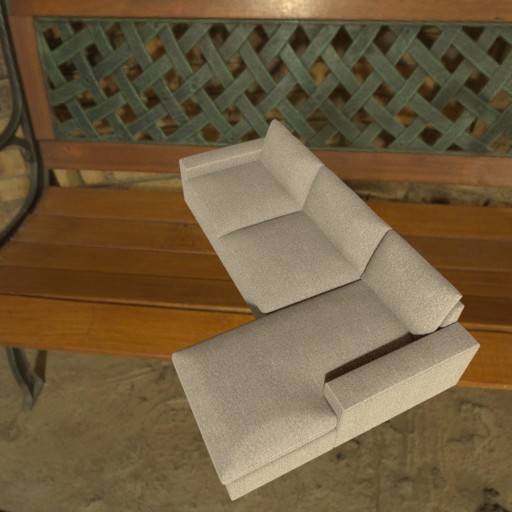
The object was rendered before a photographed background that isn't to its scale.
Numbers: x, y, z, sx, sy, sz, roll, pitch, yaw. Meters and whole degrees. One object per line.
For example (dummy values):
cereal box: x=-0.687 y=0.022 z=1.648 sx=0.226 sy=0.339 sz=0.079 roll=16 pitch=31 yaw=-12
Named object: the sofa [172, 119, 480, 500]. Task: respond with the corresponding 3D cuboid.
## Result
sofa: x=0.000 y=0.000 z=3.330 sx=1.689 sy=0.813 sz=2.718 roll=-19 pitch=48 yaw=-18
